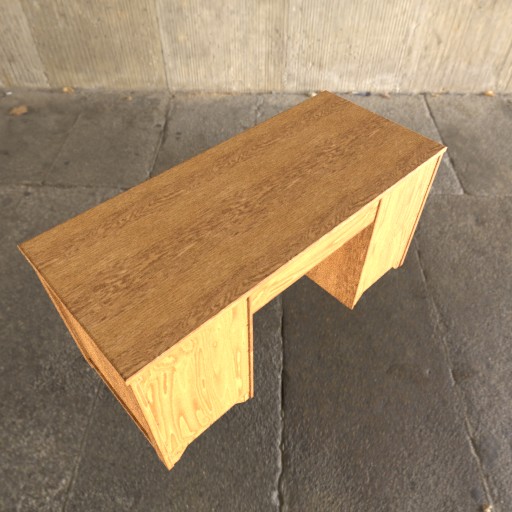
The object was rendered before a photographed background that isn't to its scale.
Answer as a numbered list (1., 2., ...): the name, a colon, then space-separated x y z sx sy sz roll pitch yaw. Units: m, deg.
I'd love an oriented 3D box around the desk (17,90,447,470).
1. desk: 0.000 0.000 1.954 1.567 0.751 0.685 -35 56 -27
